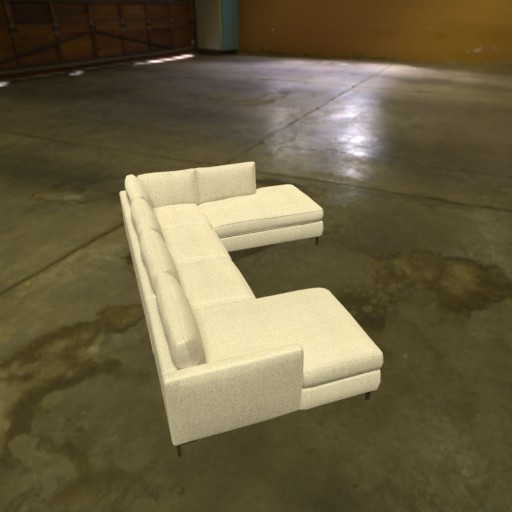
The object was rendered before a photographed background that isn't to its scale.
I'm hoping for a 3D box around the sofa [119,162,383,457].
[{"bbox_3d":[0.000,0.000,3.565,1.879,0.756,2.737,-10,31,-17],"label":"sofa"}]
